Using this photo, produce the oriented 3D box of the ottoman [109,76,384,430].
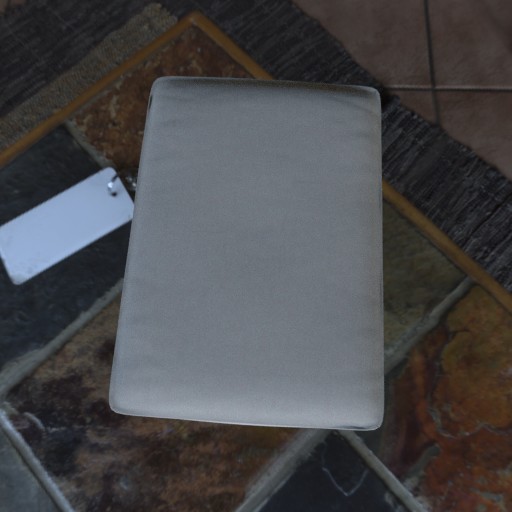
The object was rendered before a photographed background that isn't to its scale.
[{"bbox_3d":[0.000,0.000,1.213,0.611,0.482,0.848,3,75,1],"label":"ottoman"}]
